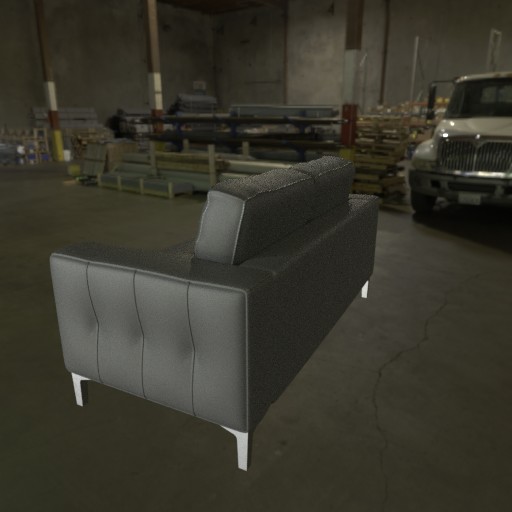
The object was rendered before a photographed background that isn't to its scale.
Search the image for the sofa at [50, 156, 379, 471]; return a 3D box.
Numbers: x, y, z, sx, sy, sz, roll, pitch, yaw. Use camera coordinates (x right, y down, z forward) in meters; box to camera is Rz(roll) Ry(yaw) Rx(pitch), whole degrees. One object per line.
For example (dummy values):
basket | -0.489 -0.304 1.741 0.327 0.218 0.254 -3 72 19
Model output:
sofa | 0.000 0.000 2.172 0.833 0.893 1.726 9 20 26
